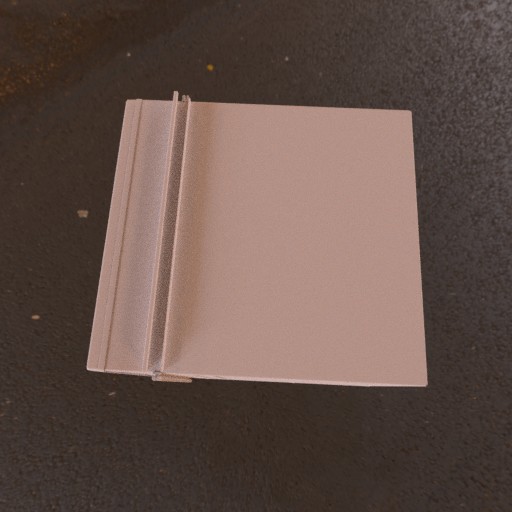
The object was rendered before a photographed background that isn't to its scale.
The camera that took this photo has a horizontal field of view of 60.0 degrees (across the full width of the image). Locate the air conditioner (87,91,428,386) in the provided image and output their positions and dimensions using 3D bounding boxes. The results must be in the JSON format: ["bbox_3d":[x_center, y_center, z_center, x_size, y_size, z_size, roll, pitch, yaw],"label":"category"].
[{"bbox_3d":[0.000,0.000,0.898,0.546,0.388,0.503,3,74,1],"label":"air conditioner"}]
